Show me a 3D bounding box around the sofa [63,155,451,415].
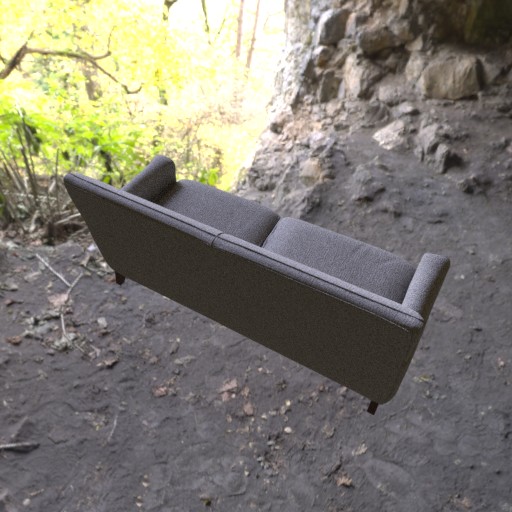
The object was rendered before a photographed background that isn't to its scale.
[{"bbox_3d":[0.000,0.000,2.644,2.026,0.942,0.854,23,50,21],"label":"sofa"}]
